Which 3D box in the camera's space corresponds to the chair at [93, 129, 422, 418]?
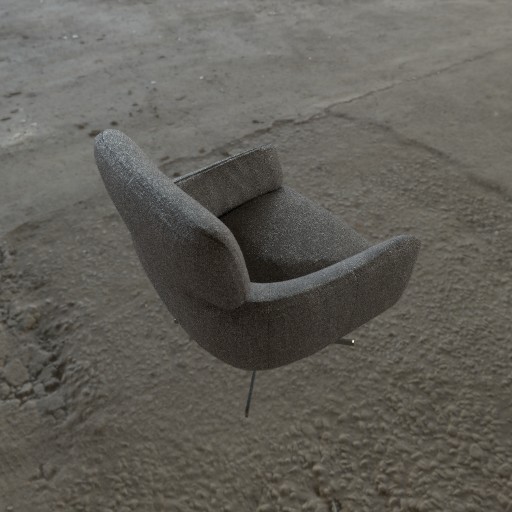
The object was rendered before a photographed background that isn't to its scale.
[{"bbox_3d":[0.000,0.000,1.363,0.715,0.812,0.706,-26,48,-26],"label":"chair"}]
